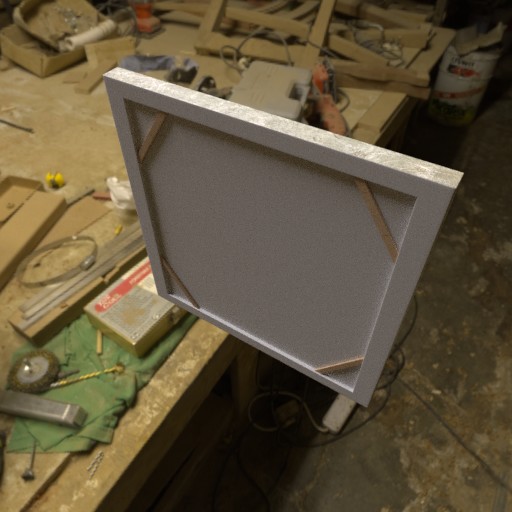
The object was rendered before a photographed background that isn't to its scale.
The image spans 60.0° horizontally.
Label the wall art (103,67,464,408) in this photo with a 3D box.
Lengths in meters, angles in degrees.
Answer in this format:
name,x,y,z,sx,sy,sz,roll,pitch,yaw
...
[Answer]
name,x,y,z,sx,sy,sz,roll,pitch,yaw
wall art,0.000,0.000,0.892,0.610,0.610,0.038,24,51,22
